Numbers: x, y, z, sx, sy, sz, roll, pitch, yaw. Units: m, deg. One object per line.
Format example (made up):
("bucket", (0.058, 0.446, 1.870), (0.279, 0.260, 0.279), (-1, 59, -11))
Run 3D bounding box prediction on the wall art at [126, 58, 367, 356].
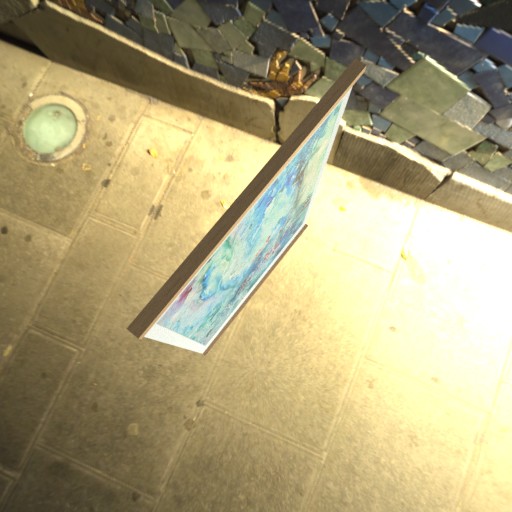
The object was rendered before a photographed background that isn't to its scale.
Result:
("wall art", (0.000, 0.000, 1.299), (0.027, 1.020, 0.669), (37, 79, 9))
